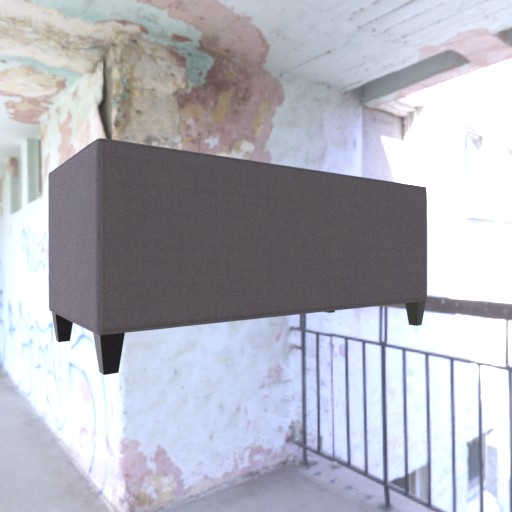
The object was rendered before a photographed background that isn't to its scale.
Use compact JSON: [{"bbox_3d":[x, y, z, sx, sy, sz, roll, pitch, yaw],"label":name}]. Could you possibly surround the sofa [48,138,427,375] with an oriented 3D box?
[{"bbox_3d":[0.000,0.000,2.223,1.778,0.762,0.775,0,0,-36],"label":"sofa"}]
